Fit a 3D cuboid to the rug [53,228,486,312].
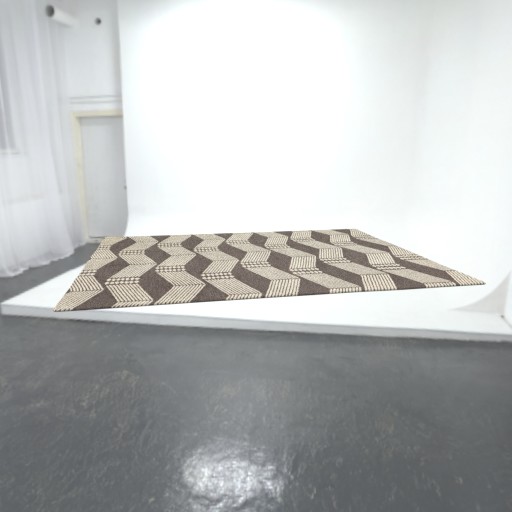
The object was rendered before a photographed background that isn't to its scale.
[{"bbox_3d":[0.000,0.000,4.184,3.048,0.016,2.438,-3,14,-11],"label":"rug"}]
